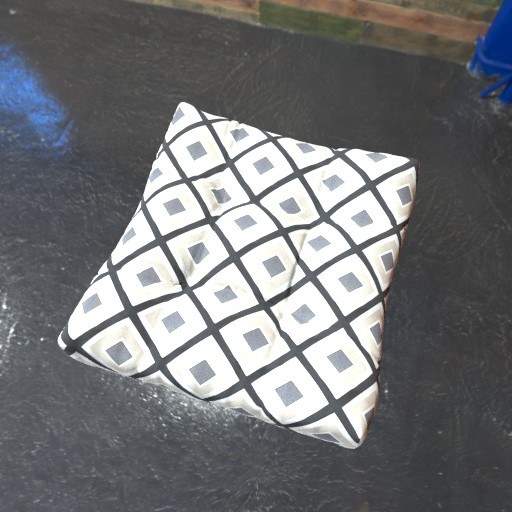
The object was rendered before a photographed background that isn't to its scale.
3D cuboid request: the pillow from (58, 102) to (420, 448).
[{"bbox_3d":[0.000,0.000,0.737,0.468,0.128,0.490,16,65,7],"label":"pillow"}]
